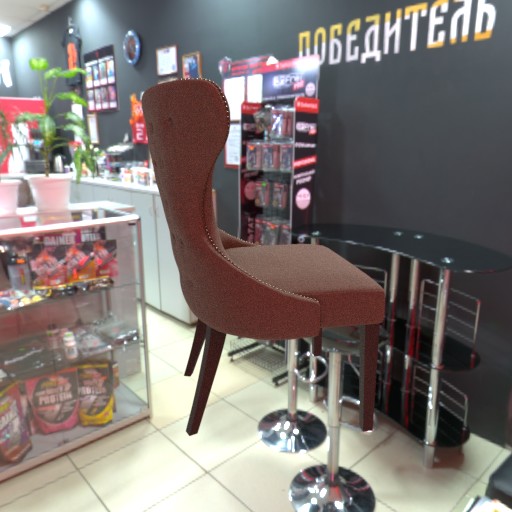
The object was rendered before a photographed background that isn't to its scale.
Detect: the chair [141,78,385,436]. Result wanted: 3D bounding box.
[{"bbox_3d":[0.000,0.000,1.384,0.635,0.967,0.628,-2,15,-10],"label":"chair"}]
